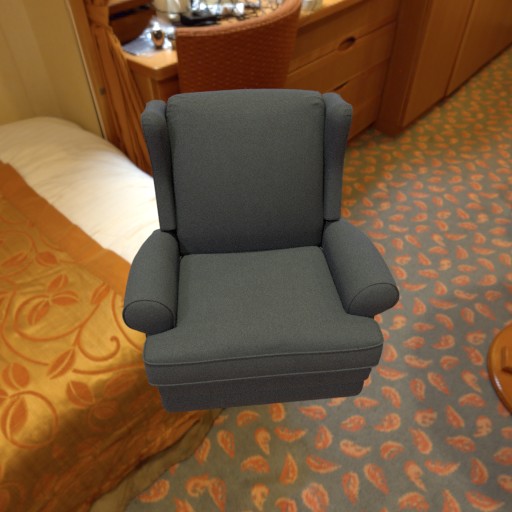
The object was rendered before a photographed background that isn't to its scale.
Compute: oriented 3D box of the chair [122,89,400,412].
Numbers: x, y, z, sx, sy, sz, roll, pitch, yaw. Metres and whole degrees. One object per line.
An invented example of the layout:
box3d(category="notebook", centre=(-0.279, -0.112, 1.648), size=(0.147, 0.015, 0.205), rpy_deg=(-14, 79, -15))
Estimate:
box3d(category="chair", centre=(0.000, 0.000, 1.741), size=(0.971, 1.020, 0.877), rpy_deg=(-4, 45, -4))
